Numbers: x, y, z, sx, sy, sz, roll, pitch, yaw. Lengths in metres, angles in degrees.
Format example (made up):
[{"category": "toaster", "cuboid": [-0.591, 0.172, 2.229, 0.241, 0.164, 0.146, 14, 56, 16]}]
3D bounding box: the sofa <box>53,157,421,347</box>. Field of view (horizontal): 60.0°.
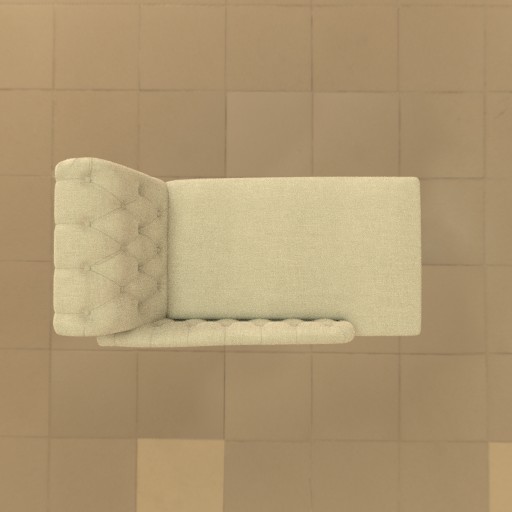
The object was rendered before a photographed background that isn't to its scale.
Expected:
[{"category": "sofa", "cuboid": [0.000, 0.000, 1.832, 1.379, 0.787, 0.675, 0, 89, 0]}]
